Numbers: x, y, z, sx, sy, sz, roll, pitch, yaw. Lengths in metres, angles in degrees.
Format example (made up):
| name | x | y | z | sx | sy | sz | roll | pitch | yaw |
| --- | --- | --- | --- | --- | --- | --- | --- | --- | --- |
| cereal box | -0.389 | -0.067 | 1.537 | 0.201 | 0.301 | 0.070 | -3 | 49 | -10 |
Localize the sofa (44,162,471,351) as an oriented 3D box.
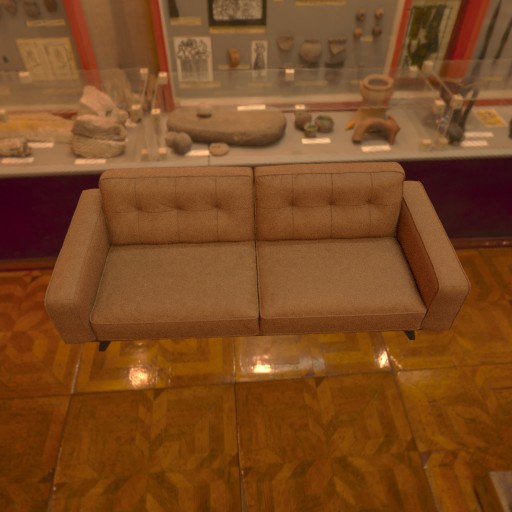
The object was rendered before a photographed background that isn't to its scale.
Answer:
| name | x | y | z | sx | sy | sz | roll | pitch | yaw |
| --- | --- | --- | --- | --- | --- | --- | --- | --- | --- |
| sofa | 0.000 | 0.000 | 2.744 | 2.270 | 0.780 | 0.953 | -2 | 46 | -2 |
